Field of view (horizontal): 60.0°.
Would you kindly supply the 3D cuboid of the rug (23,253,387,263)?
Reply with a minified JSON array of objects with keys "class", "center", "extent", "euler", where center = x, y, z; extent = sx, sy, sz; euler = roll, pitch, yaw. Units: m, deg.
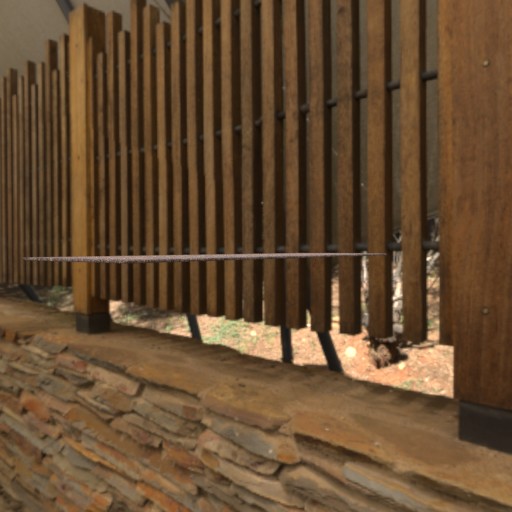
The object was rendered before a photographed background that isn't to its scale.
[{"class":"rug","center":[0.000,0.000,2.537],"extent":[0.691,0.011,2.296],"euler":[1,1,37]}]
